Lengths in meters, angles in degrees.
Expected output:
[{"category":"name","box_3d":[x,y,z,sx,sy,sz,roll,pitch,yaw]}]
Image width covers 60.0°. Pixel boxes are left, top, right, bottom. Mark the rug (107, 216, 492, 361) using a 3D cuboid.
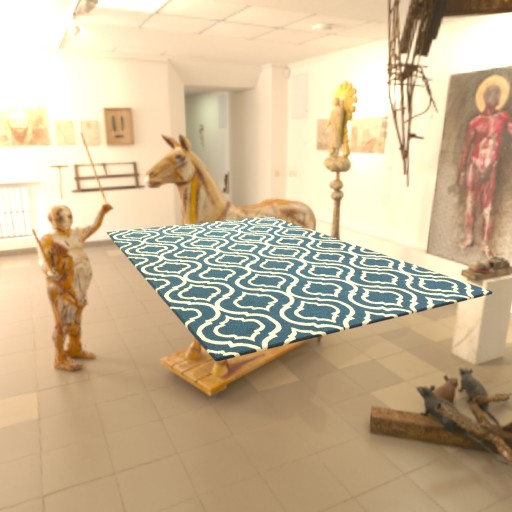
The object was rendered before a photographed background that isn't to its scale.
[{"category":"rug","box_3d":[0.000,0.000,2.194,1.143,0.010,1.753,-8,18,-26]}]
